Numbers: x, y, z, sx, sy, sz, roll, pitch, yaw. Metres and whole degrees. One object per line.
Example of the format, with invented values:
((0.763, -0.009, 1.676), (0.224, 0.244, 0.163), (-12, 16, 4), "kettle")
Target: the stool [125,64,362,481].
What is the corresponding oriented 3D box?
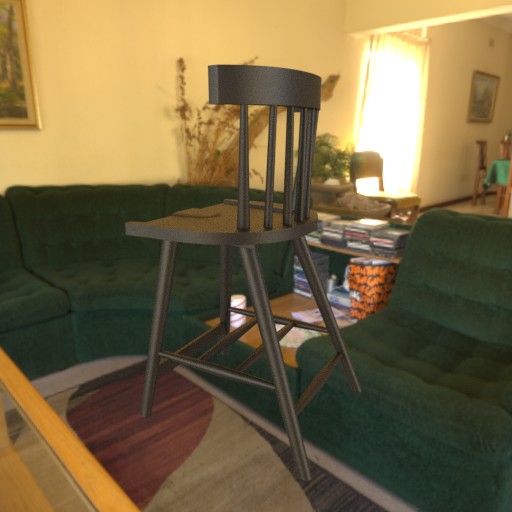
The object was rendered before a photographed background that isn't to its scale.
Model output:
((0.000, 0.000, 1.265), (0.549, 0.953, 0.494), (8, 18, 28), "stool")
